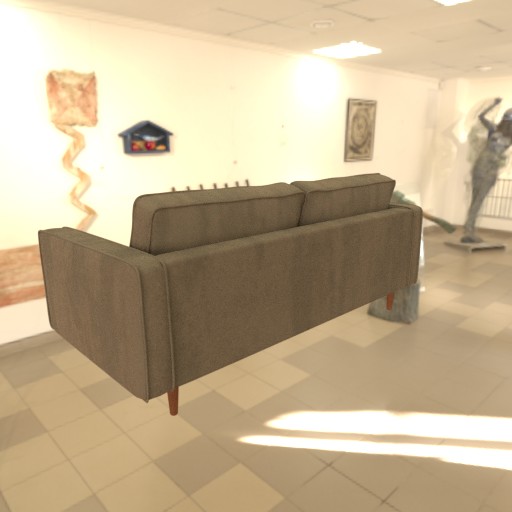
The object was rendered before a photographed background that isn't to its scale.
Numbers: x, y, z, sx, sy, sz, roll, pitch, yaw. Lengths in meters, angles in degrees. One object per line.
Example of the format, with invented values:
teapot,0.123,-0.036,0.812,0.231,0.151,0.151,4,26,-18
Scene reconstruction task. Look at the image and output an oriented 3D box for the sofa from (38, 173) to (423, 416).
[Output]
sofa,0.000,0.000,2.369,1.920,0.825,0.924,-14,20,-42
